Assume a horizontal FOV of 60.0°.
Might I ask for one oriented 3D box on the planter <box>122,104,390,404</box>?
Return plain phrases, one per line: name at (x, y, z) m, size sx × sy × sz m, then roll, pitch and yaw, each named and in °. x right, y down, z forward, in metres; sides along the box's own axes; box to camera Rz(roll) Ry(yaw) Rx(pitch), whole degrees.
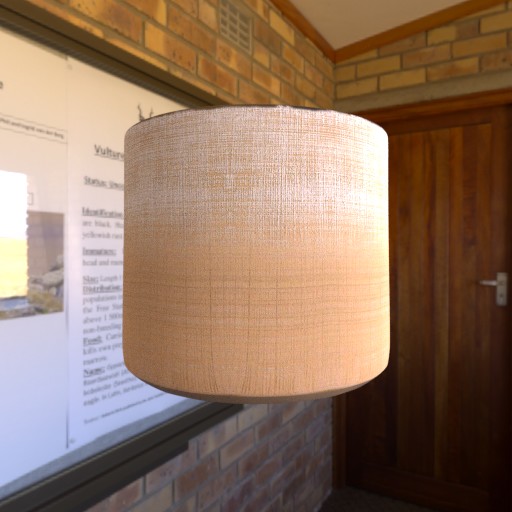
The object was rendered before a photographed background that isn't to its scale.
planter at (0.000, 0.000, 0.438) m, size 0.254 × 0.221 × 0.254 m, roll 0°, pitch 1°, yaw 0°
